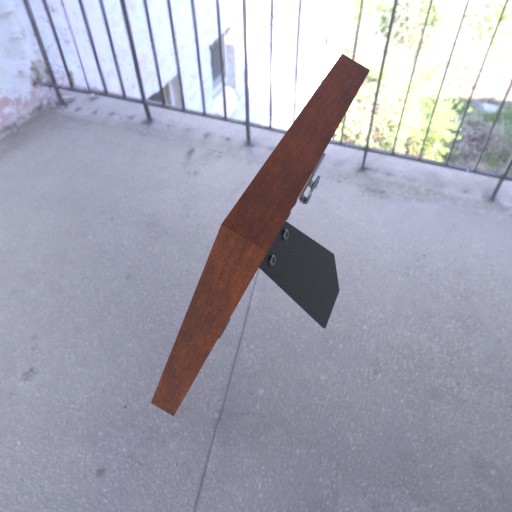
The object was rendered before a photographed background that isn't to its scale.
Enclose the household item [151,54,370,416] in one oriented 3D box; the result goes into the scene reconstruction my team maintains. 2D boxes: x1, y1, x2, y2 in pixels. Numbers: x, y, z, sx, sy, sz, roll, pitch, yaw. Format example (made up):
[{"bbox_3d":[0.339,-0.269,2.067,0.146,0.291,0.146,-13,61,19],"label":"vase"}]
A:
[{"bbox_3d":[0.000,0.000,0.286,0.096,0.204,0.160,17,49,16],"label":"household item"}]
